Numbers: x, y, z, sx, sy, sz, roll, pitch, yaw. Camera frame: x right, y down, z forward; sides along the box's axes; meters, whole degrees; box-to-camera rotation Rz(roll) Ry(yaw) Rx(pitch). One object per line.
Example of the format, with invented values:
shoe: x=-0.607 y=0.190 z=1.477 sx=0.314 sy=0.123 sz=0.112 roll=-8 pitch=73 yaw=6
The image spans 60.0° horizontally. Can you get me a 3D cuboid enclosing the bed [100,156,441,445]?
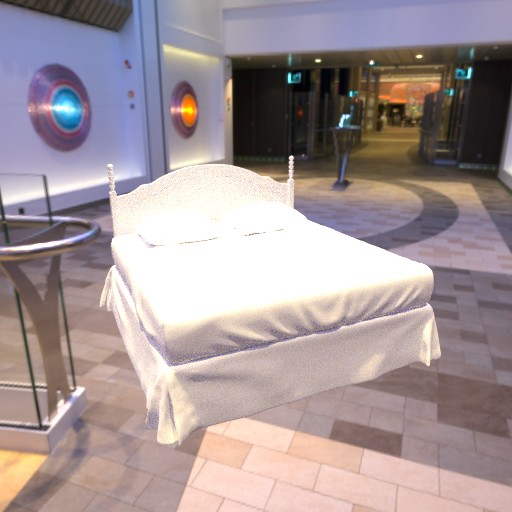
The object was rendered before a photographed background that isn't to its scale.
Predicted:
bed: x=0.000 y=0.000 z=3.619 sx=2.322 sy=1.355 sz=2.219 roll=-8 pitch=20 yaw=-24
